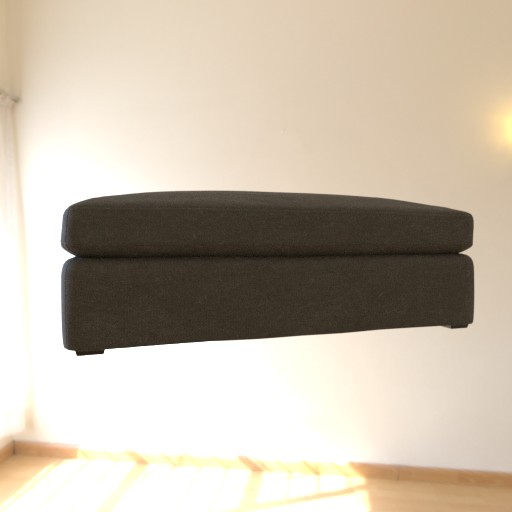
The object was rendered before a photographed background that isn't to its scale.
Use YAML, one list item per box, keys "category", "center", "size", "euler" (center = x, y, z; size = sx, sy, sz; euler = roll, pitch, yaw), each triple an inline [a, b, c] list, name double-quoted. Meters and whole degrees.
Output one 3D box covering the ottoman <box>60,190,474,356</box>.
- category: "ottoman"
  center: [0.000, 0.000, 1.562]
  size: [1.199, 0.429, 0.840]
  euler: [-1, 2, -17]
